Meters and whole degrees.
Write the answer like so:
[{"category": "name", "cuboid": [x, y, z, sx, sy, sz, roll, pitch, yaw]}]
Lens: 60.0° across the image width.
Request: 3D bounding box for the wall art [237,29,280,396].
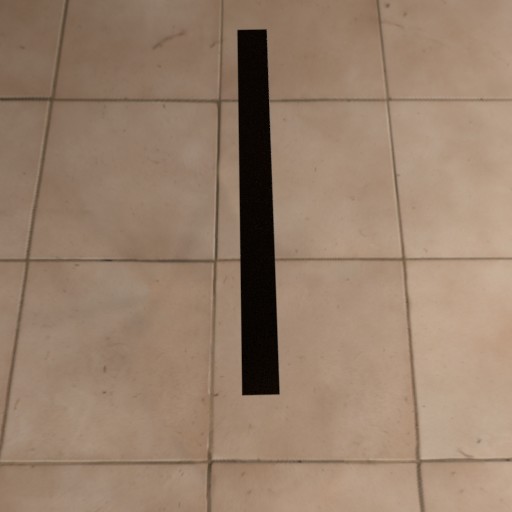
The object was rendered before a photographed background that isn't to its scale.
[{"category": "wall art", "cuboid": [0.000, 0.000, 0.772, 0.038, 0.551, 0.448, -1, 74, 0]}]
